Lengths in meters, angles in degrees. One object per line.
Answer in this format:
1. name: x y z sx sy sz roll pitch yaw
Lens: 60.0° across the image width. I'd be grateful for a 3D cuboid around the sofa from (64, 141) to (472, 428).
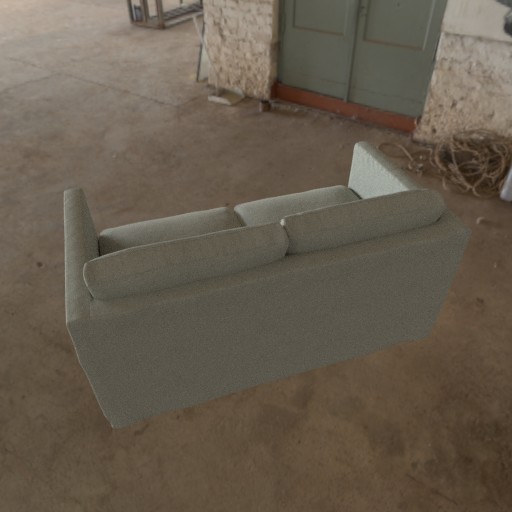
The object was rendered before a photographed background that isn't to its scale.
1. sofa: 0.000 0.000 2.241 1.727 0.830 0.944 -12 42 -14
